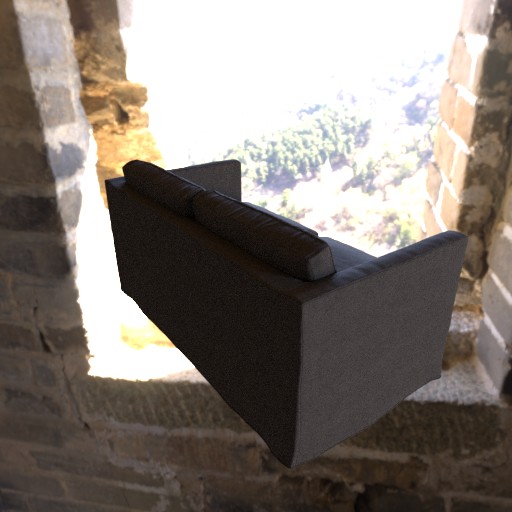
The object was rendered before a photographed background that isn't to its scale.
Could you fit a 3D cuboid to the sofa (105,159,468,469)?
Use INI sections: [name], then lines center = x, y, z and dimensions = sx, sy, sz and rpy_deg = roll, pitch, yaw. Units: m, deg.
[sofa]
center = 0.000, 0.000, 2.360
dimensions = 0.974, 0.854, 1.802
rpy_deg = -17, 30, -32
